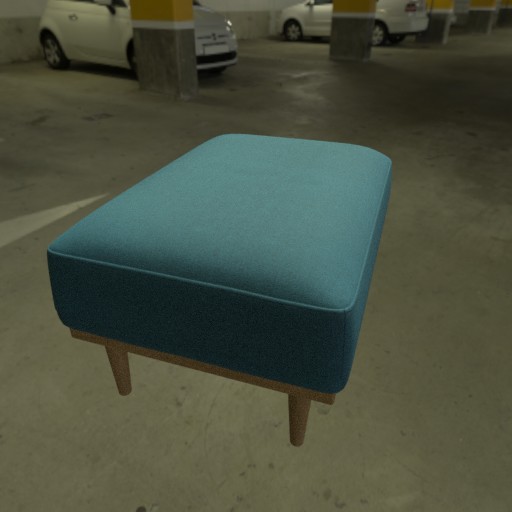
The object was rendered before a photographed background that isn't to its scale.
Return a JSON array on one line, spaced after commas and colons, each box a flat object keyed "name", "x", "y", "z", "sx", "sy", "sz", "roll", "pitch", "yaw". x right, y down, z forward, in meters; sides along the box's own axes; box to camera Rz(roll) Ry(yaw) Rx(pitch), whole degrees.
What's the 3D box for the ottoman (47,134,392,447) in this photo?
[{"name": "ottoman", "x": 0.000, "y": 0.000, "z": 1.052, "sx": 0.549, "sy": 0.428, "sz": 0.749, "roll": 10, "pitch": 31, "yaw": 16}]
